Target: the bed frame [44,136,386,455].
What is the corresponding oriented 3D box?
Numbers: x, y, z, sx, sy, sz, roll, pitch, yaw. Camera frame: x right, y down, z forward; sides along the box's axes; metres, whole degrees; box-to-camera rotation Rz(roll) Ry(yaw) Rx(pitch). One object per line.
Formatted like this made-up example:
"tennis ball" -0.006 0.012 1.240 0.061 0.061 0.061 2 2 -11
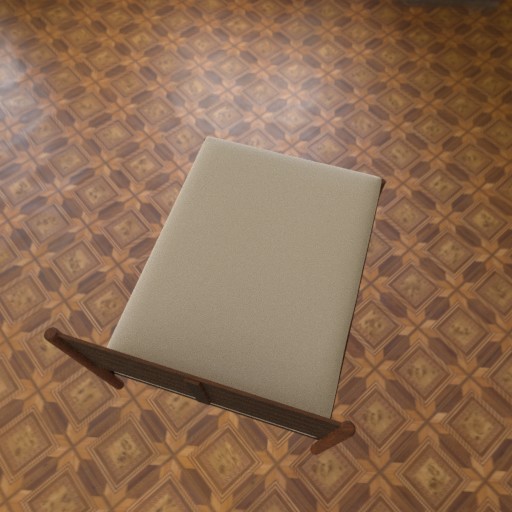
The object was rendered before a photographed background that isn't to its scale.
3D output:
"bed frame" 0.000 0.000 3.266 1.655 1.321 2.234 15 64 8
